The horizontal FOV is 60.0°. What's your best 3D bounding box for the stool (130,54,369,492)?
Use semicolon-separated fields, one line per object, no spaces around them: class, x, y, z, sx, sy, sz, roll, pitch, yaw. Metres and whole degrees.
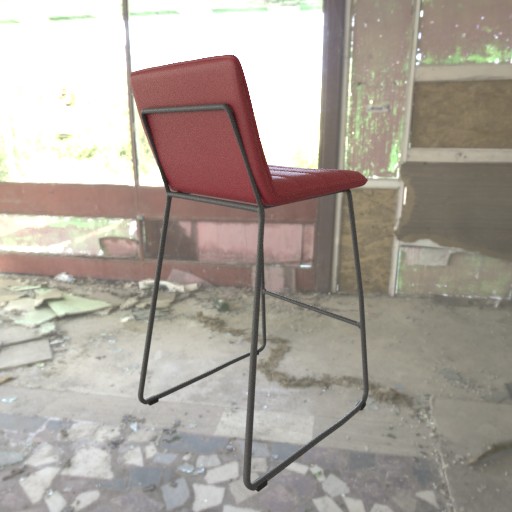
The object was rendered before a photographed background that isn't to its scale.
stool;0.000;0.000;1.213;0.524;0.937;0.489;-15;22;-42
